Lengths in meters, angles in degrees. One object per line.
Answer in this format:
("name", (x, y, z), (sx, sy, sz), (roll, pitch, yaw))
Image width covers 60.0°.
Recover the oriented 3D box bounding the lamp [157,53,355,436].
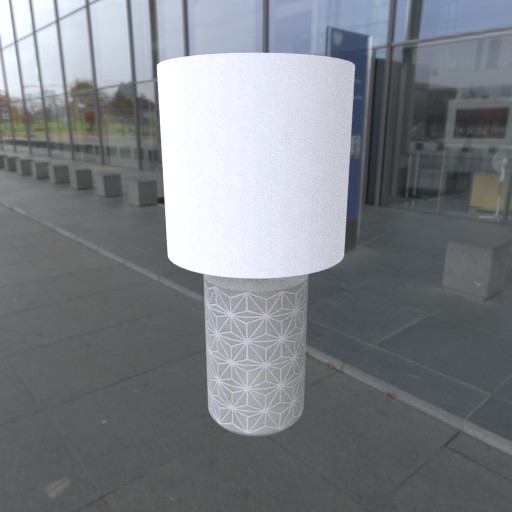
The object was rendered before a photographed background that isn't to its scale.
("lamp", (0.000, 0.000, 0.530), (0.206, 0.416, 0.206), (-8, 18, -25))
